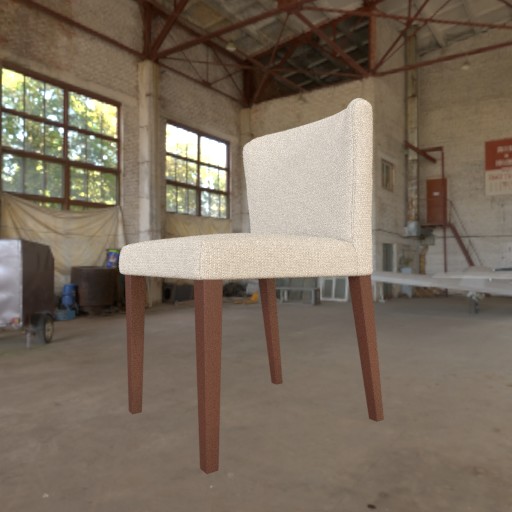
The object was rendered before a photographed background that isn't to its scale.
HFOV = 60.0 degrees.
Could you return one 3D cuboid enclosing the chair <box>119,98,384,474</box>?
[{"bbox_3d":[0.000,0.000,1.178,0.589,0.839,0.491,1,-1,-35],"label":"chair"}]
